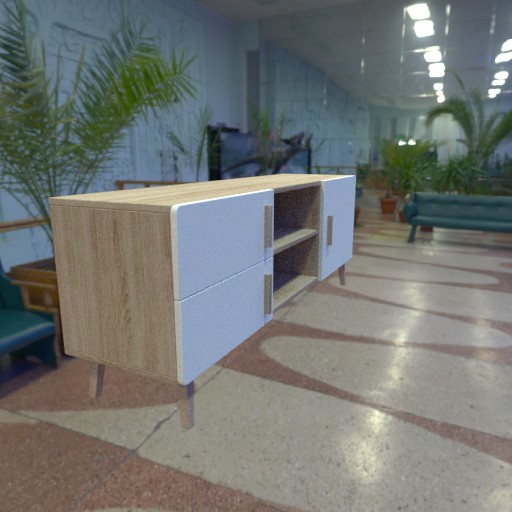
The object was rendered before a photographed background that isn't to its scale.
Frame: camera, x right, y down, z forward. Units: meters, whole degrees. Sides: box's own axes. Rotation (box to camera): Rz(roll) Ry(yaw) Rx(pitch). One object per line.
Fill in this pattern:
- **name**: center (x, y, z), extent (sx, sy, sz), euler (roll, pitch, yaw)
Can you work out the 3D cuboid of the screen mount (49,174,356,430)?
- **screen mount**: center (0.000, 0.000, 1.748), extent (0.420, 0.570, 1.500), euler (7, 15, 26)
